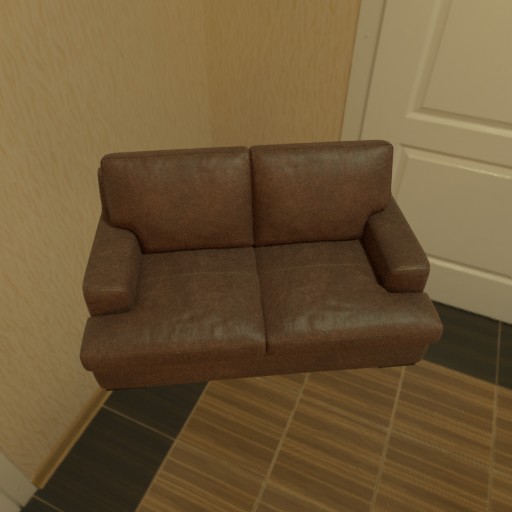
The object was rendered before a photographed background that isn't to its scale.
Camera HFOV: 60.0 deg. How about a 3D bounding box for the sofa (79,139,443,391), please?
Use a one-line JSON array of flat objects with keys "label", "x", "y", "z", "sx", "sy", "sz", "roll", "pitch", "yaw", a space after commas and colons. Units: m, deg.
[{"label": "sofa", "x": 0.000, "y": 0.000, "z": 2.530, "sx": 1.880, "sy": 0.939, "sz": 1.143, "roll": -4, "pitch": 45, "yaw": -4}]
